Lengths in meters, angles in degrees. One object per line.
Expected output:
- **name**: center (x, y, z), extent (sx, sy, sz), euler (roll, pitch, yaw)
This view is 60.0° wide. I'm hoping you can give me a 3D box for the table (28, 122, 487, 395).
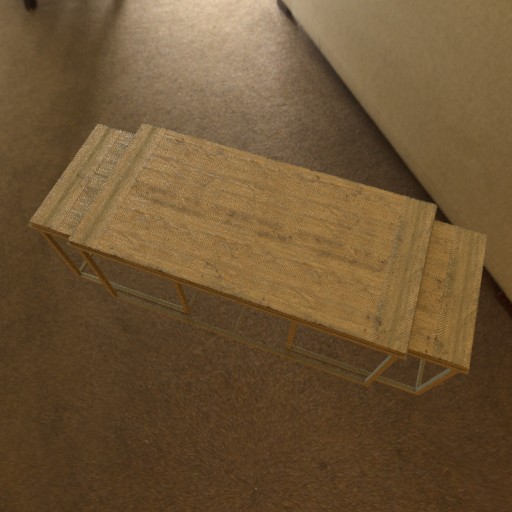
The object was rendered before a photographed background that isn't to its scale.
- **table**: center (0.000, 0.000, 1.476), extent (1.312, 0.427, 0.489), euler (18, 64, 9)
